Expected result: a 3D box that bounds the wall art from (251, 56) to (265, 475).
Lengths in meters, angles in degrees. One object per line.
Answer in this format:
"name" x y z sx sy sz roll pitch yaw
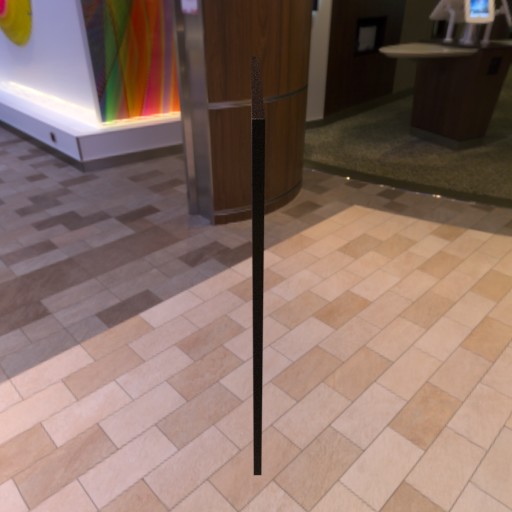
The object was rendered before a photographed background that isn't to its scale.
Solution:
"wall art" 0.000 0.000 0.772 0.013 0.582 0.442 0 31 -1
